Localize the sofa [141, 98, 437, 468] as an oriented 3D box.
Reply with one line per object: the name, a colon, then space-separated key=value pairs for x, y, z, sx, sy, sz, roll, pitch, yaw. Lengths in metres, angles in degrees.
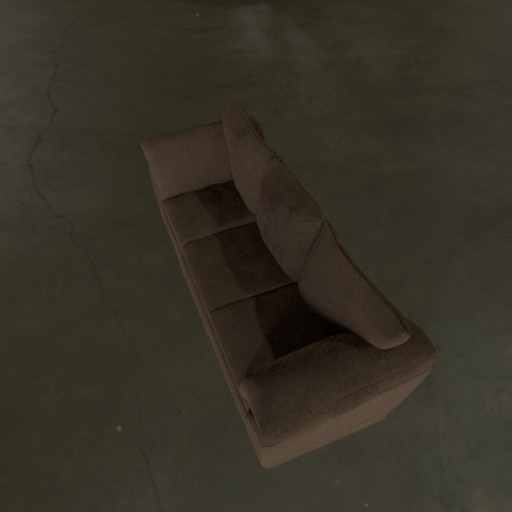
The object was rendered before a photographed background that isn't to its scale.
sofa: x=0.000 y=0.000 z=2.778 sx=0.878 sy=1.015 sz=2.336 roll=-17 pitch=49 yaw=-15
